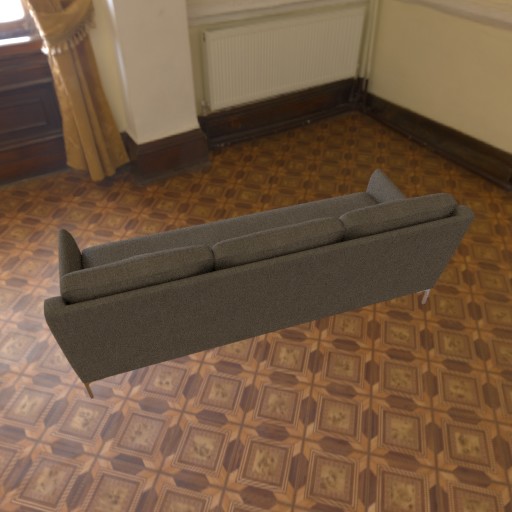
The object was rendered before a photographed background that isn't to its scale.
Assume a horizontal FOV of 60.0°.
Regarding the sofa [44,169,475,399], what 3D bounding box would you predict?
[{"bbox_3d":[0.000,0.000,2.477,2.060,0.837,0.849,-13,43,-14],"label":"sofa"}]
